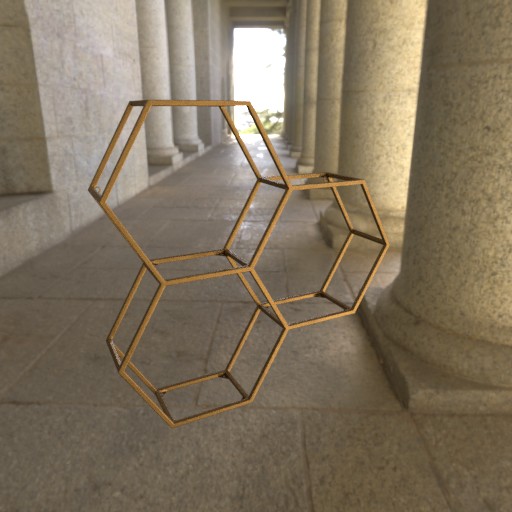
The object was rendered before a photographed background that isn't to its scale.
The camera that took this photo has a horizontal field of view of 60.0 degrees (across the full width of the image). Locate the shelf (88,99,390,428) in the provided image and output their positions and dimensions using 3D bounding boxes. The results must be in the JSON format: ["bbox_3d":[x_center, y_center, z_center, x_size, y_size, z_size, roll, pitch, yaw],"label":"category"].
[{"bbox_3d":[0.000,0.000,1.064,0.708,0.701,0.150,-9,20,-26],"label":"shelf"}]
